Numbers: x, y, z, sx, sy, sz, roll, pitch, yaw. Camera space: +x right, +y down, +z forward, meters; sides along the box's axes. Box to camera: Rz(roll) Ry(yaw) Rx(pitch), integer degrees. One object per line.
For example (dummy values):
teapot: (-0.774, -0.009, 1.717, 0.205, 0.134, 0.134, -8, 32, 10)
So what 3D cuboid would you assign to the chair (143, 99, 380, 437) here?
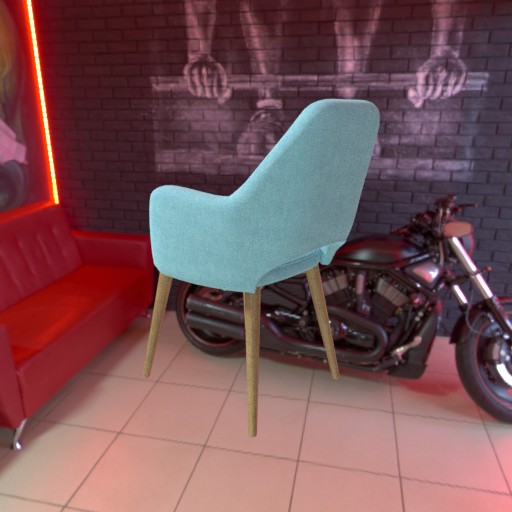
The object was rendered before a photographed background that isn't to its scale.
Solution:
chair: (0.000, 0.000, 1.278, 0.610, 0.840, 0.590, 17, 24, 42)
